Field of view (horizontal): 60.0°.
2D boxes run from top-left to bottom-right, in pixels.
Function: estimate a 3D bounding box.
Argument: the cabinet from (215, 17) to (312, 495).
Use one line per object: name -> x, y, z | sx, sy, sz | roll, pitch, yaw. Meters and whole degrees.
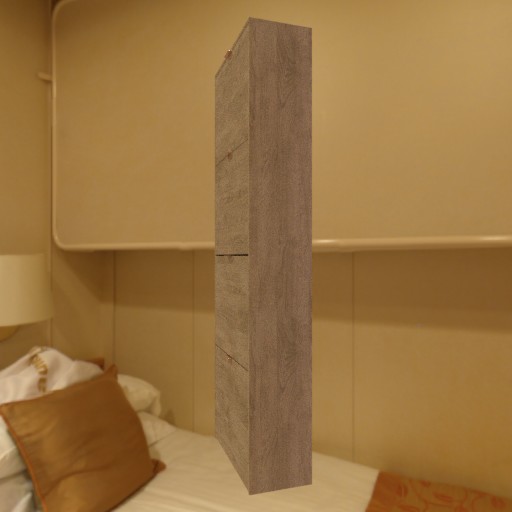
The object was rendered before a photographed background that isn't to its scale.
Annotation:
cabinet -> 0.000, 0.000, 1.791 | 0.250, 1.630, 0.520 | 0, 0, -18
